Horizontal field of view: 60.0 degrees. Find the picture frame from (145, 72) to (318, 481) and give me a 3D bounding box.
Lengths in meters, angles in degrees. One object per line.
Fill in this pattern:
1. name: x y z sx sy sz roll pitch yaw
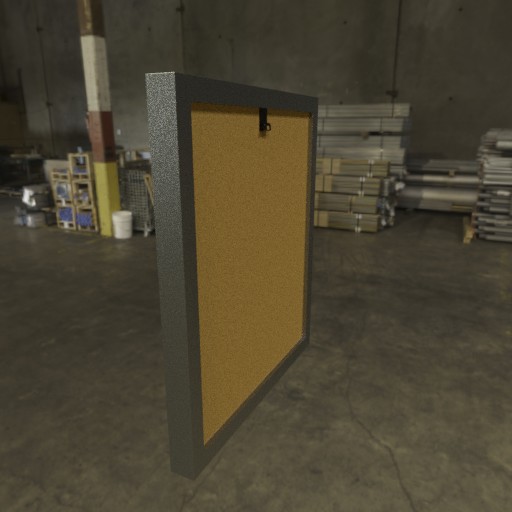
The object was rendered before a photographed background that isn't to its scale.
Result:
1. picture frame: 0.000 0.000 1.368 0.073 0.968 0.839 8 18 26
